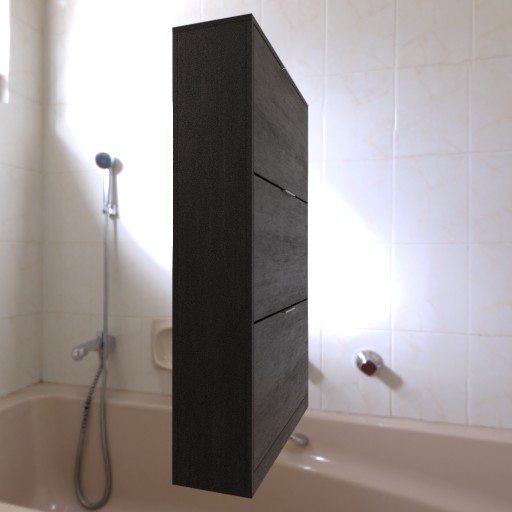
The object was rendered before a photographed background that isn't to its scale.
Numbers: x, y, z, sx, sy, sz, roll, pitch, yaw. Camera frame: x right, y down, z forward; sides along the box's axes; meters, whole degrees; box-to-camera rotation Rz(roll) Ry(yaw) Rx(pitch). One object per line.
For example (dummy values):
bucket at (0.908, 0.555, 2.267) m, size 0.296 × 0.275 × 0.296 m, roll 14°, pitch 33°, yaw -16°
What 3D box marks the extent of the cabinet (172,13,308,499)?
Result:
cabinet at (0.000, 0.000, 1.558) m, size 0.250 × 1.280 × 0.750 m, roll 0°, pitch 0°, yaw 18°
